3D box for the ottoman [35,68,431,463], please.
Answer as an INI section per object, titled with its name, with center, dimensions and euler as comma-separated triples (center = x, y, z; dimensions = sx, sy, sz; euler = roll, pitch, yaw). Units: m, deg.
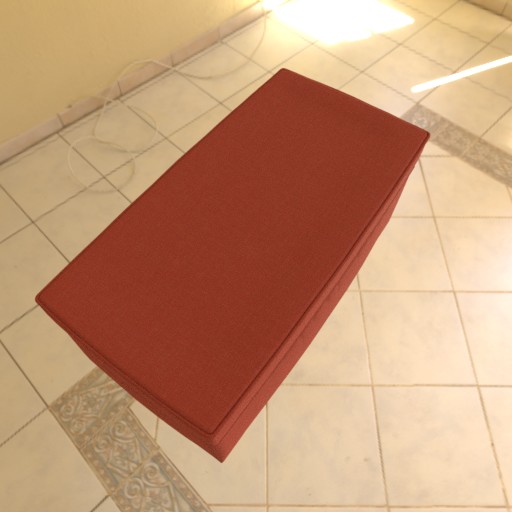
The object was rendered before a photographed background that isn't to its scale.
[ottoman]
center = 0.000, 0.000, 1.220
dimensions = 0.497, 0.454, 0.948
euler = 31, 64, 18
